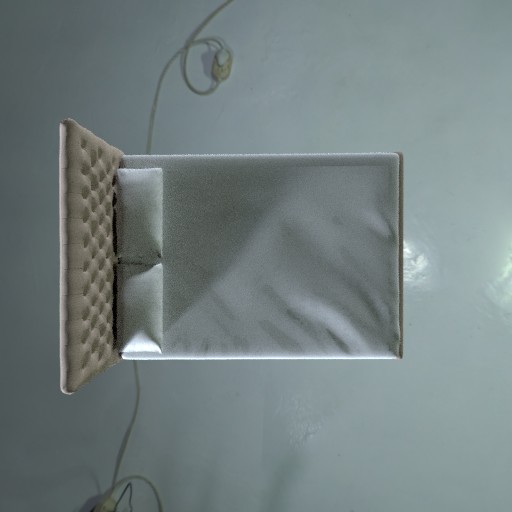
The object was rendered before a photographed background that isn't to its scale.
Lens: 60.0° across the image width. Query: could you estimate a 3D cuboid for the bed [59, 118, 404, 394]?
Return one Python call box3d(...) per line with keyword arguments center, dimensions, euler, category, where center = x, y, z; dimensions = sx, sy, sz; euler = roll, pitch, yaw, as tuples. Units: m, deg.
box3d(center=(0.000, 0.000, 3.361), dimensions=(2.387, 1.427, 1.698), euler=(0, 90, 2), category="bed")
